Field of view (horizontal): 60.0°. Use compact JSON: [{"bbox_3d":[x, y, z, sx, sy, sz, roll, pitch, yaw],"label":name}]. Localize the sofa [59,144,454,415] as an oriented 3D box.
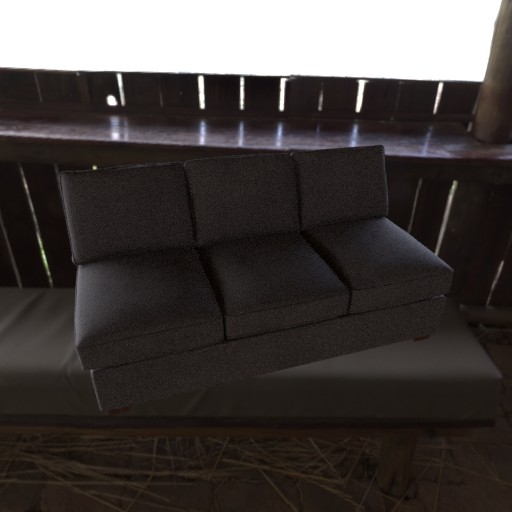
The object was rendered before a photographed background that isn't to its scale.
[{"bbox_3d":[0.000,0.000,2.521,1.962,0.973,1.027,-9,32,-15],"label":"sofa"}]
